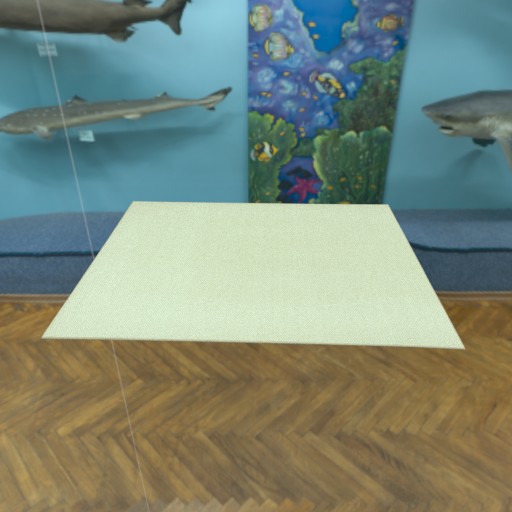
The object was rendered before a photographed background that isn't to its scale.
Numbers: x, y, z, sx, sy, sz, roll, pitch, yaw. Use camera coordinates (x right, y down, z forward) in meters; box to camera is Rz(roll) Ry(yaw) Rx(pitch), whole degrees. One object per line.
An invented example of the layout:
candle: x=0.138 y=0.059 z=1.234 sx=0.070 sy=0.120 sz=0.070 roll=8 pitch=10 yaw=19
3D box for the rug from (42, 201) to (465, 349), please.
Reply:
rug: x=0.000 y=0.000 z=4.217 sx=3.039 sy=0.018 sz=2.462 roll=1 pitch=31 yaw=2
